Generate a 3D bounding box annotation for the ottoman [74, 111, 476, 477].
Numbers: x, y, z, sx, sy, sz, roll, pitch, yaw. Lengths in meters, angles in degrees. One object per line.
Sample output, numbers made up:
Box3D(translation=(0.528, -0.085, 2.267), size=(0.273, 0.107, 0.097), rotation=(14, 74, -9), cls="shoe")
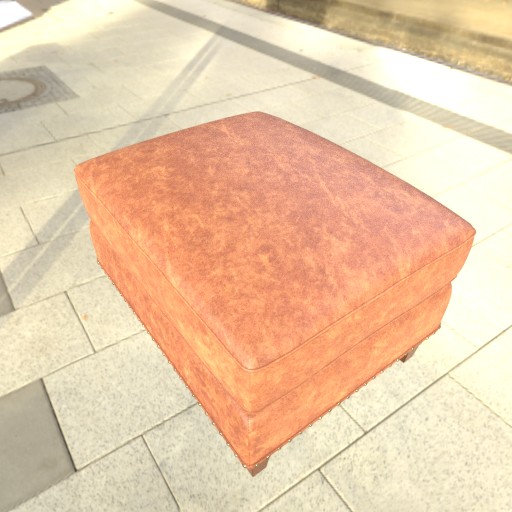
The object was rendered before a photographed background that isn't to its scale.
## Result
Box3D(translation=(0.000, 0.000, 1.082), size=(0.586, 0.486, 0.742), rotation=(-26, 46, -27), cls="ottoman")
